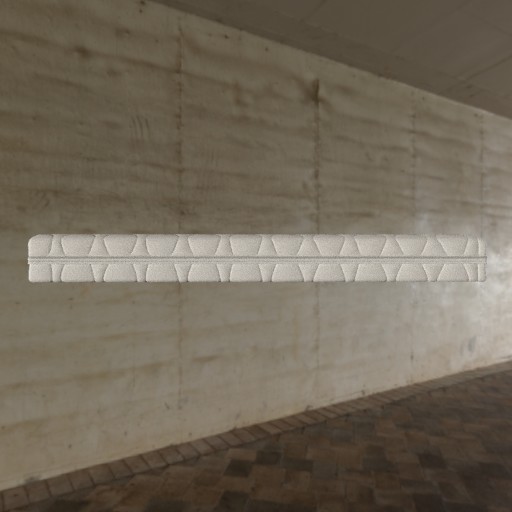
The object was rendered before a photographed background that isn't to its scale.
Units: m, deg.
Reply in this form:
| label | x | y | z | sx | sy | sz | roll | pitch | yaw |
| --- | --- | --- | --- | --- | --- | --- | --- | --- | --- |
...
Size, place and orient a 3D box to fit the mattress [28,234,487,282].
| label | x | y | z | sx | sy | sz | roll | pitch | yaw |
| --- | --- | --- | --- | --- | --- | --- | --- | --- | --- |
| mattress | 0.000 | 0.000 | 2.616 | 1.900 | 0.200 | 1.600 | 0 | 1 | -1 |
